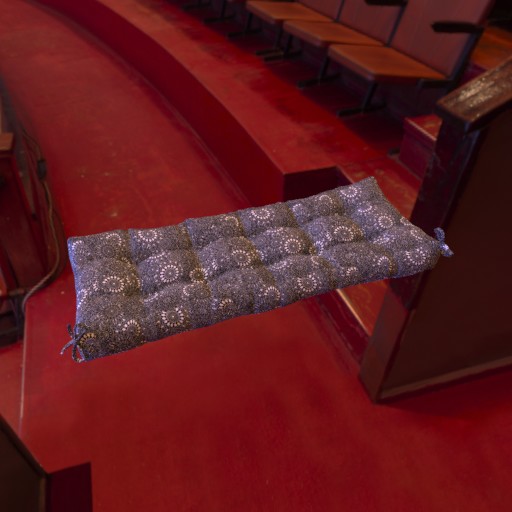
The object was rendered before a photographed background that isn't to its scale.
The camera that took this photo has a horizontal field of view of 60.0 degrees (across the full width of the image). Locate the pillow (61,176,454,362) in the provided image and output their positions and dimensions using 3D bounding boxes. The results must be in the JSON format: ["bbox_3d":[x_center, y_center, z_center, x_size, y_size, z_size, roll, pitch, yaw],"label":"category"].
[{"bbox_3d":[0.000,0.000,1.399,1.194,0.174,0.511,-13,43,-15],"label":"pillow"}]
